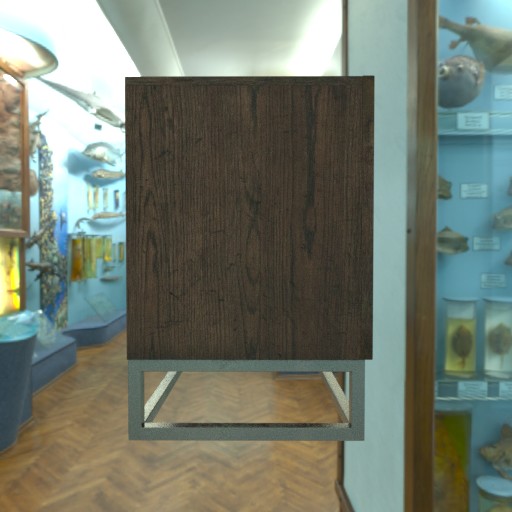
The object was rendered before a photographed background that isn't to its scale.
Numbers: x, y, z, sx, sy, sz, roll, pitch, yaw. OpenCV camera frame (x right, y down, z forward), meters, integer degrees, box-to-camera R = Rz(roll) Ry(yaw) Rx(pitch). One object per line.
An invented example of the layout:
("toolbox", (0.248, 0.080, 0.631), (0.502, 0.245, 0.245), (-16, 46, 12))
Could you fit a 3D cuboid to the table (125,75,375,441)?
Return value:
("table", (0.000, 0.000, 1.285), (0.542, 0.746, 0.767), (0, 1, 0))
